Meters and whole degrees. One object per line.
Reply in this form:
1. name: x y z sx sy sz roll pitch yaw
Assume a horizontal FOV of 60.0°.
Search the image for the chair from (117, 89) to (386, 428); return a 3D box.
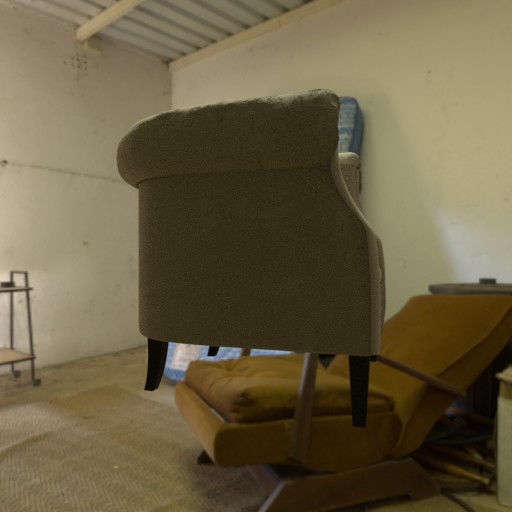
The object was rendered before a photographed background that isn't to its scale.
1. chair: 0.000 0.000 1.525 0.851 0.826 0.904 0 0 17
